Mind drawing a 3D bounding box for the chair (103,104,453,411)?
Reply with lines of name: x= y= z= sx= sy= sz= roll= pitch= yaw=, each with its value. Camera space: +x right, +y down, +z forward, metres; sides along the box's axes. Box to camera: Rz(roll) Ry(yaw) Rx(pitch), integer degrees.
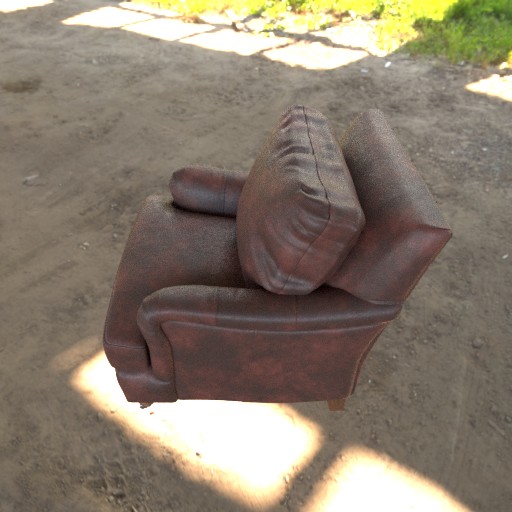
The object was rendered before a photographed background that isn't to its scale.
chair: x=0.000 y=0.000 z=1.914 sx=1.156 sy=1.051 sz=0.987 roll=-1 pitch=41 yaw=-1
